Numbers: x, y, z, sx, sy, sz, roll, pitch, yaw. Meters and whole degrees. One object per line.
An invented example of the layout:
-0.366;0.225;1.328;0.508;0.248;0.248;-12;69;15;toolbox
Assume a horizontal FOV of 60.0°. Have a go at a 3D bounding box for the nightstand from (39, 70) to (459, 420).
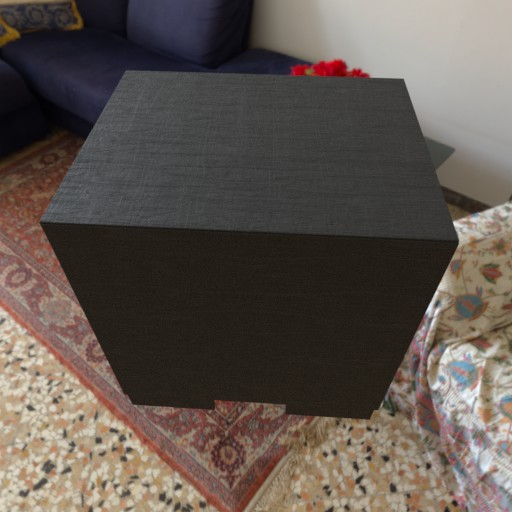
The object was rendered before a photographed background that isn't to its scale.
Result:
0.000;0.000;0.728;0.427;0.448;0.347;3;48;2;nightstand
